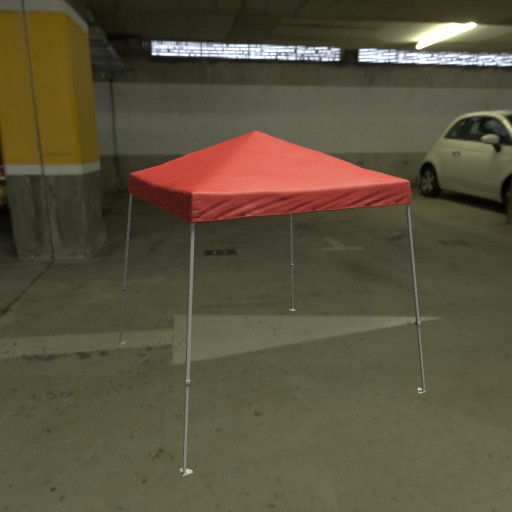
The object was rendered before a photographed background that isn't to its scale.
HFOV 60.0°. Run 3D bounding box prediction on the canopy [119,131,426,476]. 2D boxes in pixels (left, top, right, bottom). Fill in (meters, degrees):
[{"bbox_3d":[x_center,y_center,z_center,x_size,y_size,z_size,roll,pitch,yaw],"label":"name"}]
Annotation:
[{"bbox_3d":[0.000,0.000,5.240,2.849,2.849,2.848,-7,16,-26],"label":"canopy"}]
